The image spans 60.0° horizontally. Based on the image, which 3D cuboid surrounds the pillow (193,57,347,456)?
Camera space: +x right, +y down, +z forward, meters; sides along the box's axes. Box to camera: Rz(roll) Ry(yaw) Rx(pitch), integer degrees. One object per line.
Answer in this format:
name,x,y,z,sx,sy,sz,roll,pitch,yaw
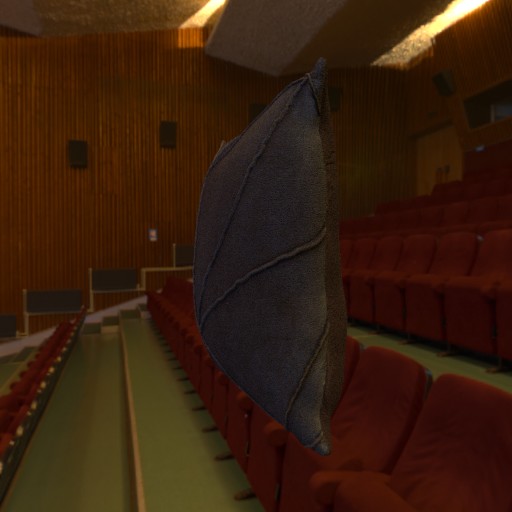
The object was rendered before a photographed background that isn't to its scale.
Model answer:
pillow,0.000,0.000,0.674,0.183,0.440,0.439,0,1,-18
